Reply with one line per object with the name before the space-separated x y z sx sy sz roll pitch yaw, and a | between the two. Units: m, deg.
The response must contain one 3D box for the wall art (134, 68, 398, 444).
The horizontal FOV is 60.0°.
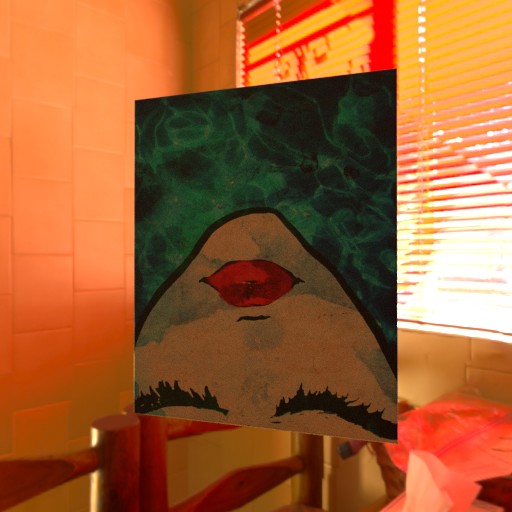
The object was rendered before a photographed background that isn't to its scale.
wall art | 0.000 0.000 1.003 0.609 0.760 0.038 0 0 17
